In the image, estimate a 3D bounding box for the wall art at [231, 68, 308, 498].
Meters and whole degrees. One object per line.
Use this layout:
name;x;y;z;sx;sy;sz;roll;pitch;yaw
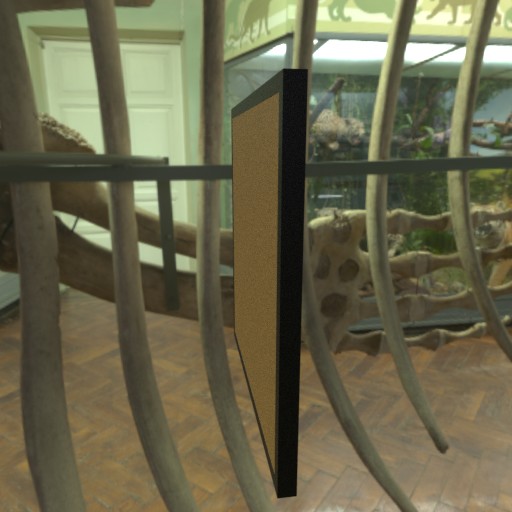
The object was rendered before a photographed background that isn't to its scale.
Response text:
wall art;0.000;0.000;1.118;0.038;0.762;0.762;-2;14;-9
